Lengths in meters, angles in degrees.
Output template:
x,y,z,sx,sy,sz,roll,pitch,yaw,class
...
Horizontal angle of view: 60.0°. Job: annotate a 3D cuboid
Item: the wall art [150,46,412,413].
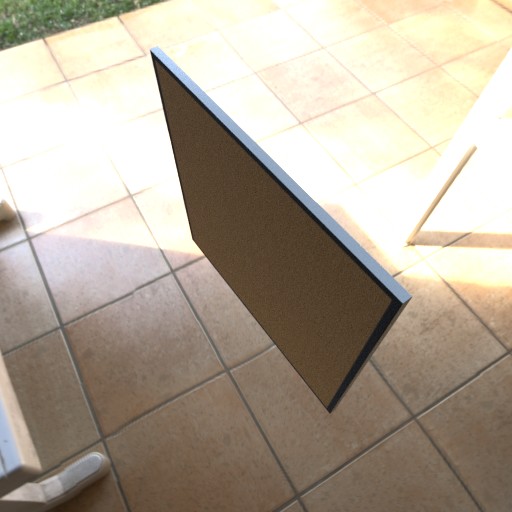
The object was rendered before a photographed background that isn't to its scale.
x,y,z,sx,sy,sz,roll,pitch,yaw,class
0.000,0.000,1.207,0.022,0.803,0.805,-32,64,-18,wall art
